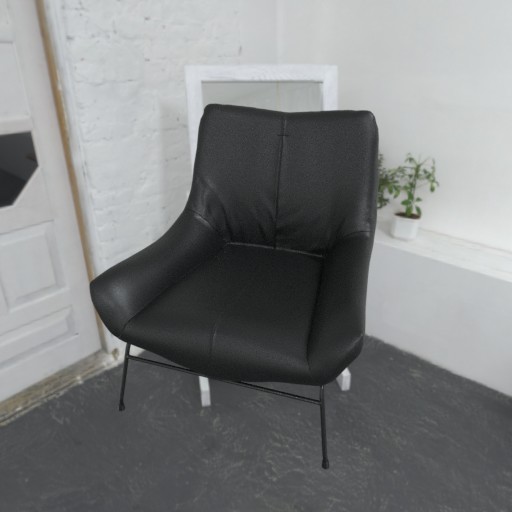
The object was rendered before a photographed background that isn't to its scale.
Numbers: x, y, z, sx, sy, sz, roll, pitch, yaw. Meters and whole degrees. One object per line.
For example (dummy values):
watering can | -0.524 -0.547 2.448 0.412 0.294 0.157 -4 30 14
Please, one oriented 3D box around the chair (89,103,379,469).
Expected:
chair | 0.000 0.000 1.573 0.836 0.922 0.826 9 28 17
